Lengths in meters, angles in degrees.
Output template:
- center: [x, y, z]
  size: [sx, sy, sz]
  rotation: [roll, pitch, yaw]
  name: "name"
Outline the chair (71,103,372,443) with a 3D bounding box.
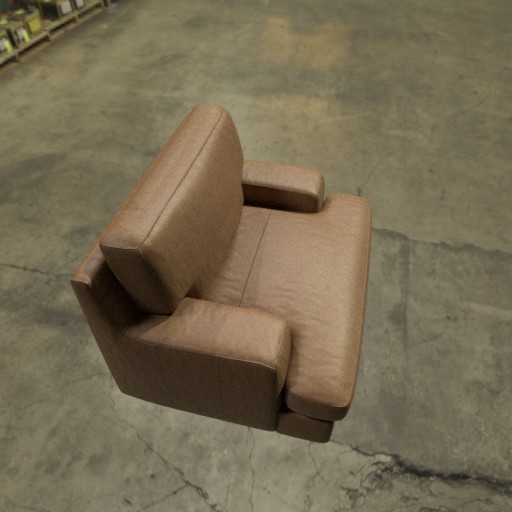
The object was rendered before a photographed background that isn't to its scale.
- center: [0.000, 0.000, 2.052]
  size: [1.050, 0.978, 1.276]
  rotation: [10, 46, 10]
  name: "chair"
